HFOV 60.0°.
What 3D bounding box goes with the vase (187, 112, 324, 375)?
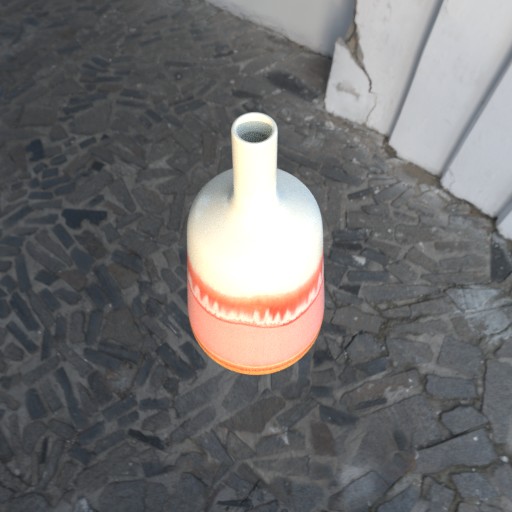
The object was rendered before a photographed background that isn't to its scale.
[{"bbox_3d":[0.000,0.000,0.379,0.144,0.296,0.144,0,61,0],"label":"vase"}]
